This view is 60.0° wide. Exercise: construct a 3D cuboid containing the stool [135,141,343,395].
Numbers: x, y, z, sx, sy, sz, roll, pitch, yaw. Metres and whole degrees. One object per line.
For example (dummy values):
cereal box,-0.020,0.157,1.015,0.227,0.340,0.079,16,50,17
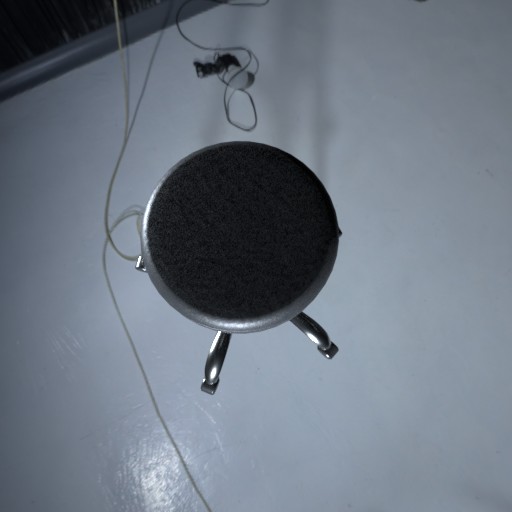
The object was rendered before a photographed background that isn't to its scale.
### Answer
stool,0.000,0.000,1.157,0.638,0.576,0.673,-29,77,-7
